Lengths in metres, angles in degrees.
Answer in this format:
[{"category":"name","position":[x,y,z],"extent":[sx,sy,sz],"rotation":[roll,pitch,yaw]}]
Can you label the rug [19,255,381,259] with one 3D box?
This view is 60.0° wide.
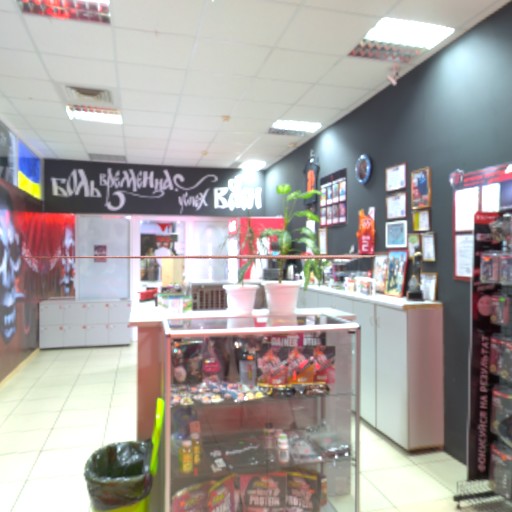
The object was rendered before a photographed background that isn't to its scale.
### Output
[{"category":"rug","position":[0.000,0.000,2.985],"extent":[1.522,0.012,2.440],"rotation":[0,0,18]}]
